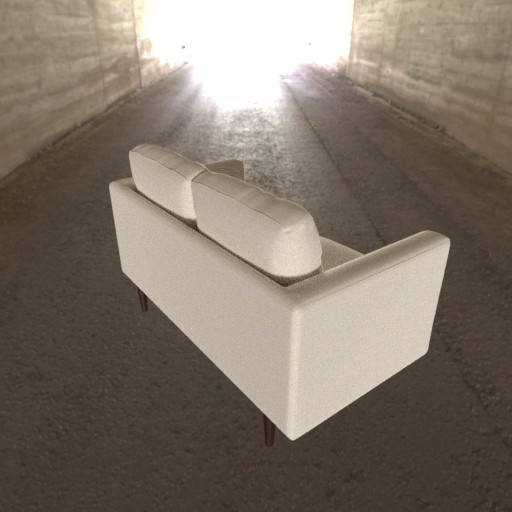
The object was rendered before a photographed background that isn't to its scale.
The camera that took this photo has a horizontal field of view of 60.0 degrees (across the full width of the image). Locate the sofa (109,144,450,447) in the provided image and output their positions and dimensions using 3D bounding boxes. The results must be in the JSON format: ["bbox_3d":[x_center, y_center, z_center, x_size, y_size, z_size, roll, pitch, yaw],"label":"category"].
[{"bbox_3d":[0.000,0.000,2.034,0.796,0.908,1.430,-19,33,-32],"label":"sofa"}]
